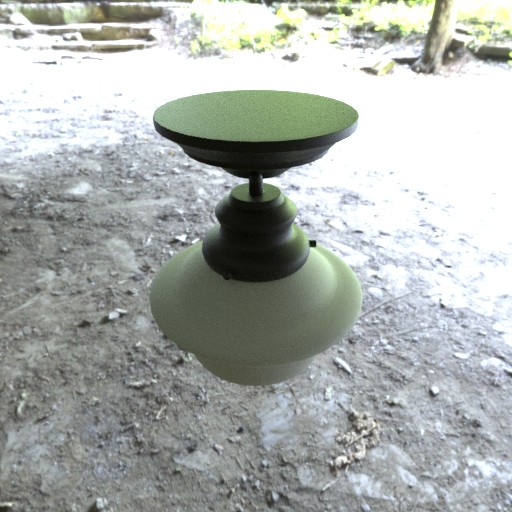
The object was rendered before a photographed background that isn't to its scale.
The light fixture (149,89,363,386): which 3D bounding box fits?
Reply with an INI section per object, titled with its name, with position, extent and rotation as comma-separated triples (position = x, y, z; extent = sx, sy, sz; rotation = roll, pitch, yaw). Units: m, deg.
[light fixture]
position = 0.000, 0.000, 0.396
extent = 0.197, 0.254, 0.197
rotation = 0, 32, 0
